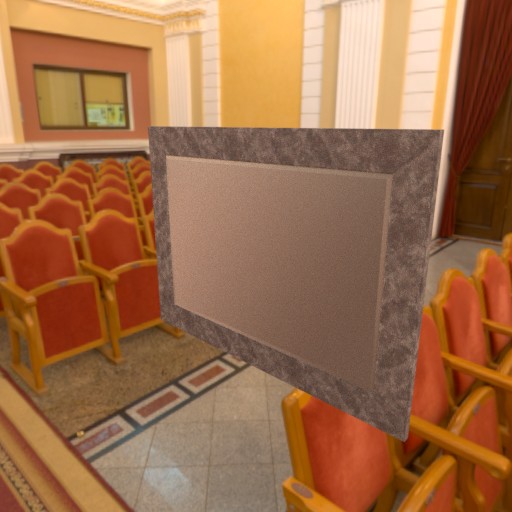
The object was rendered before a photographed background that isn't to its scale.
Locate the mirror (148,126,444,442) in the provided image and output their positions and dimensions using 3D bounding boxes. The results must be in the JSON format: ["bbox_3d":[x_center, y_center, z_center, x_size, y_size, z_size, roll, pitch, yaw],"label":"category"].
[{"bbox_3d":[0.000,0.000,1.428,1.101,0.795,0.022,15,23,41],"label":"mirror"}]
